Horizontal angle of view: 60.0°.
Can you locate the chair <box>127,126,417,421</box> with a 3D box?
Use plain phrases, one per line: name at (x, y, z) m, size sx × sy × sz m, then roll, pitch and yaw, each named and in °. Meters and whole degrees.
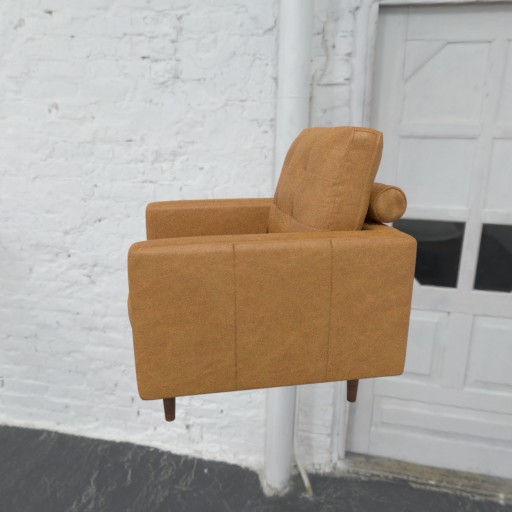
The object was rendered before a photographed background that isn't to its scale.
chair at (0.000, 0.000, 1.597) m, size 0.868 × 0.896 × 0.831 m, roll -3°, pitch 16°, yaw -9°
